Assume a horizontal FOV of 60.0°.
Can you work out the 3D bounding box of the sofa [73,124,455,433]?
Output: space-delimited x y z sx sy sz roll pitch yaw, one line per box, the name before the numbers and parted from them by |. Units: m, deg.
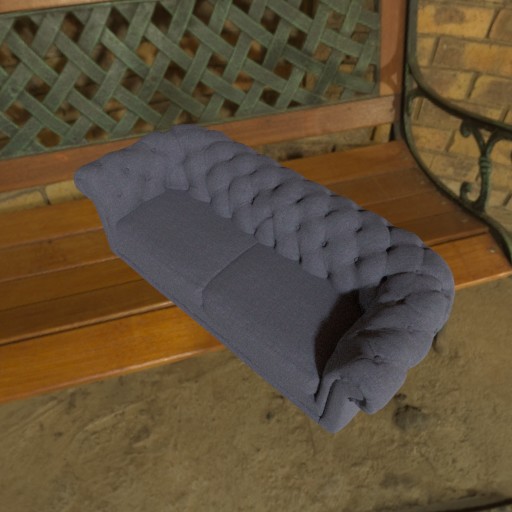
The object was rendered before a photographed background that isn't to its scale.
sofa | 0.000 0.000 2.835 2.335 0.836 1.046 34 56 27
